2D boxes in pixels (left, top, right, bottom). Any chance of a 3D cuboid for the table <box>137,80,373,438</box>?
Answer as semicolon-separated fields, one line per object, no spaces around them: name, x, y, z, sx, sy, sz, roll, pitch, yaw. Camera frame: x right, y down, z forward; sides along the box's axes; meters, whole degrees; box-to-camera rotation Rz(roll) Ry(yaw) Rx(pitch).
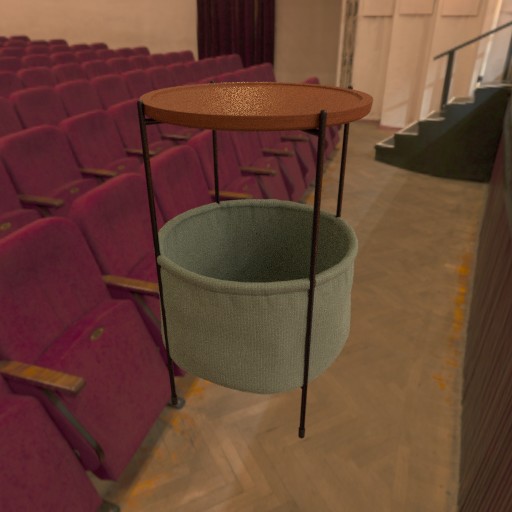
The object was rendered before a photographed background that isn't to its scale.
table;0.000;0.000;0.893;0.400;0.623;0.400;9;29;16
